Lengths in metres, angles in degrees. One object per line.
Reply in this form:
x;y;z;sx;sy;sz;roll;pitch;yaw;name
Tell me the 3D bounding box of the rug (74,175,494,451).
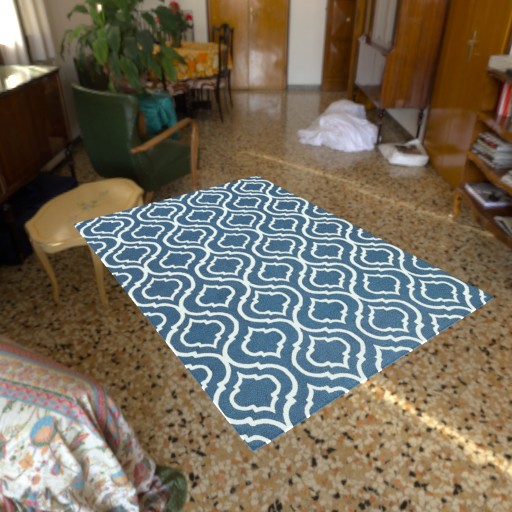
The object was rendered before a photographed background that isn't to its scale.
0.000;0.000;4.213;2.438;0.010;3.353;-21;37;-30;rug
